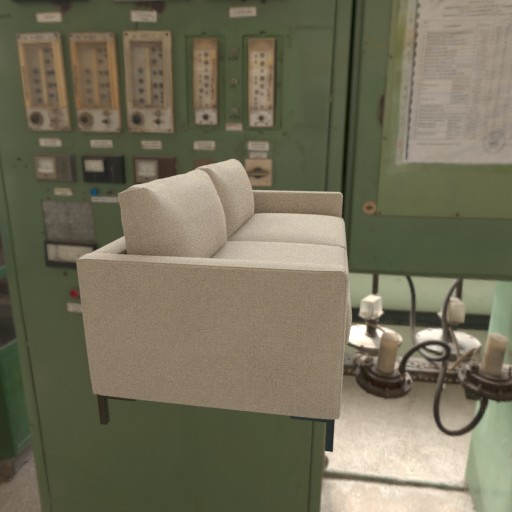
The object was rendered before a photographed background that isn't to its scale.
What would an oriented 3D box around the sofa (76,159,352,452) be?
[{"bbox_3d":[0.000,0.000,2.155,0.875,0.840,1.682,3,16,10],"label":"sofa"}]
